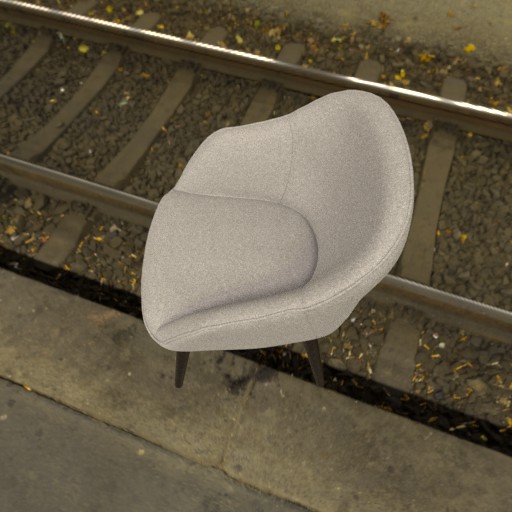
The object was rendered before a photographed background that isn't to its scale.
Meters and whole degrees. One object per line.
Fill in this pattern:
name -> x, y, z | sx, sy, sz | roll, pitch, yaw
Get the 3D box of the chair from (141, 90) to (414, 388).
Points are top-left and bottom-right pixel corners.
chair -> 0.000, 0.000, 1.210 | 0.611, 0.810, 0.589 | 0, 58, 0
